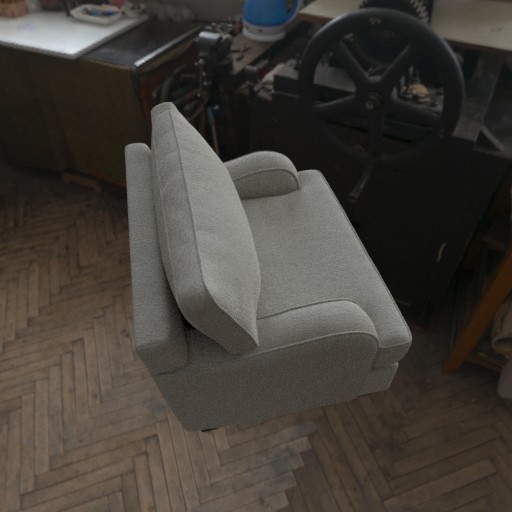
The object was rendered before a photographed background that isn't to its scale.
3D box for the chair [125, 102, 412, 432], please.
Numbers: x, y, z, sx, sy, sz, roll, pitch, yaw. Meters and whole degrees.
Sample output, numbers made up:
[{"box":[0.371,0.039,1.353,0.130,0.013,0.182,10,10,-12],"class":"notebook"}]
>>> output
[{"box":[0.000,0.000,2.052,1.041,1.016,1.220,-10,47,-9],"class":"chair"}]
